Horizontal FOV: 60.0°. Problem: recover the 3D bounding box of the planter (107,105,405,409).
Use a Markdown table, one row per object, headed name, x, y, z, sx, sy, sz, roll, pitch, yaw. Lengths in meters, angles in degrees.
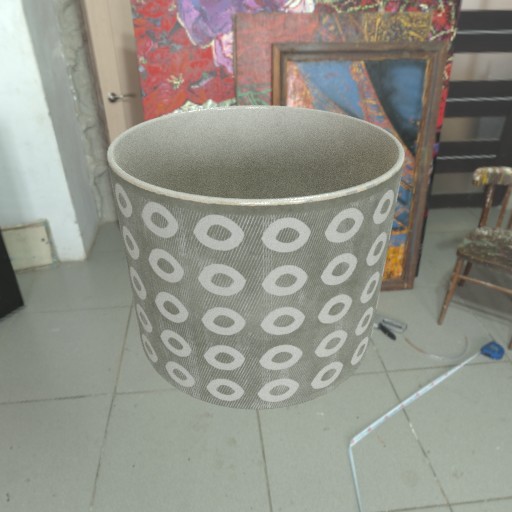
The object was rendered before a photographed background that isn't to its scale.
| name | x | y | z | sx | sy | sz | roll | pitch | yaw |
| --- | --- | --- | --- | --- | --- | --- | --- | --- | --- |
| planter | 0.000 | 0.000 | 0.450 | 0.250 | 0.239 | 0.250 | 0 | 32 | 0 |
